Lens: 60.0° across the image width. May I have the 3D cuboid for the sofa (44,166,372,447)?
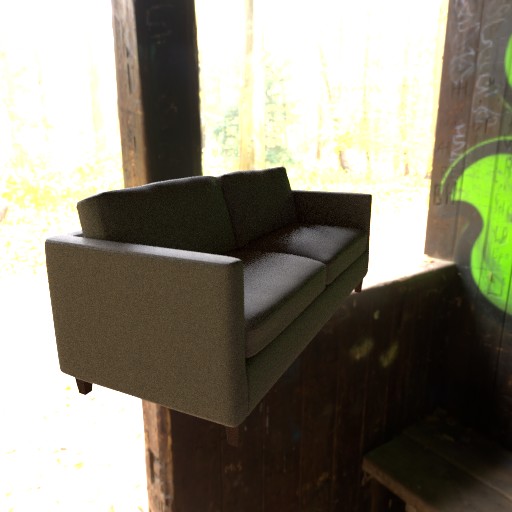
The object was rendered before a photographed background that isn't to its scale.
[{"bbox_3d":[0.000,0.000,2.669,0.956,0.963,2.208,7,16,25],"label":"sofa"}]
